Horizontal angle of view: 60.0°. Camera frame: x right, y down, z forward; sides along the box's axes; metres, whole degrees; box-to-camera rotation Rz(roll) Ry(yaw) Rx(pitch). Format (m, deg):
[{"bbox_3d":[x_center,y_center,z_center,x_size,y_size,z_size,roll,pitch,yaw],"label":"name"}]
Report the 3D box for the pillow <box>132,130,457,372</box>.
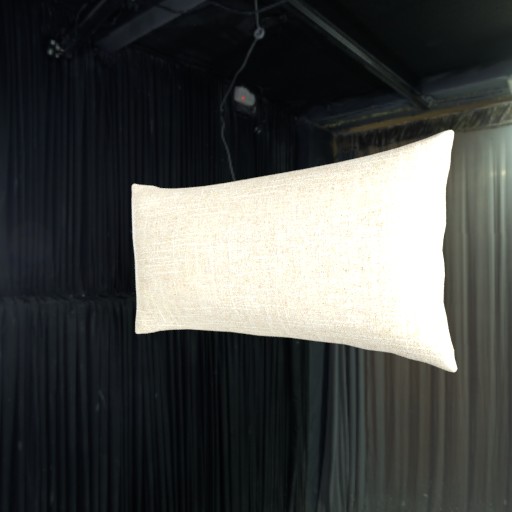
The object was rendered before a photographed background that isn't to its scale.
[{"bbox_3d":[0.000,0.000,1.022,0.859,0.429,0.197,-1,-2,36],"label":"pillow"}]
